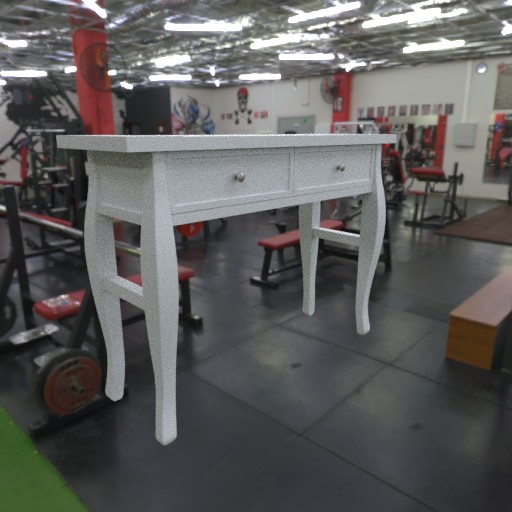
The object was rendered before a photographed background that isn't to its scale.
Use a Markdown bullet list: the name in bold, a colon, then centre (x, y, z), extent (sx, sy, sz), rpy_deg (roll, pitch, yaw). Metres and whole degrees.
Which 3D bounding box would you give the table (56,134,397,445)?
- **table**: centre (0.000, 0.000, 1.455), extent (1.062, 0.768, 0.373), rpy_deg (-15, 21, -42)
